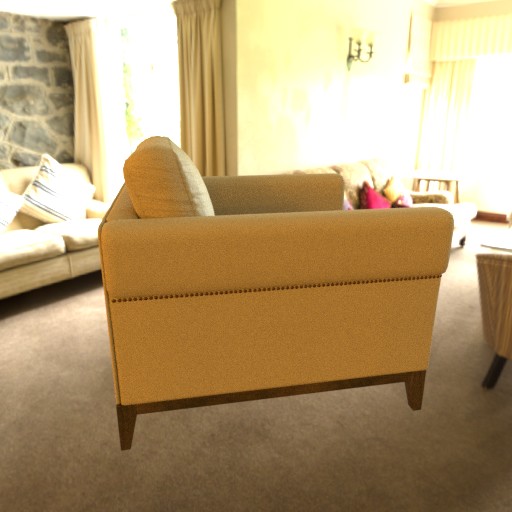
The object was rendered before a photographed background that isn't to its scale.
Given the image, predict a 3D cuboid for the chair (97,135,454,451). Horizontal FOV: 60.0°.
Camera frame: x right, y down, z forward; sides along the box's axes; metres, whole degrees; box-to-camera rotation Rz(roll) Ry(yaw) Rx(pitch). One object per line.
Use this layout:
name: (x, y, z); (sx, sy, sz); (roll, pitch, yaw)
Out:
chair: (0.000, 0.000, 1.631); (0.959, 0.838, 0.914); (-3, 18, -11)
